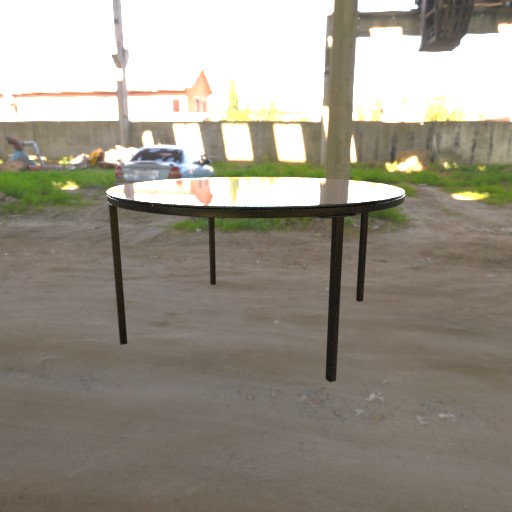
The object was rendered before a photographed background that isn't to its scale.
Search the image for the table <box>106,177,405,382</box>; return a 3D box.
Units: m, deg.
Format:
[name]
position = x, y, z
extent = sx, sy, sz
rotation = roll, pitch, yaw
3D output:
[table]
position = 0.000, 0.000, 1.295
extent = 0.800, 0.400, 0.800
rotation = 0, 14, 0
